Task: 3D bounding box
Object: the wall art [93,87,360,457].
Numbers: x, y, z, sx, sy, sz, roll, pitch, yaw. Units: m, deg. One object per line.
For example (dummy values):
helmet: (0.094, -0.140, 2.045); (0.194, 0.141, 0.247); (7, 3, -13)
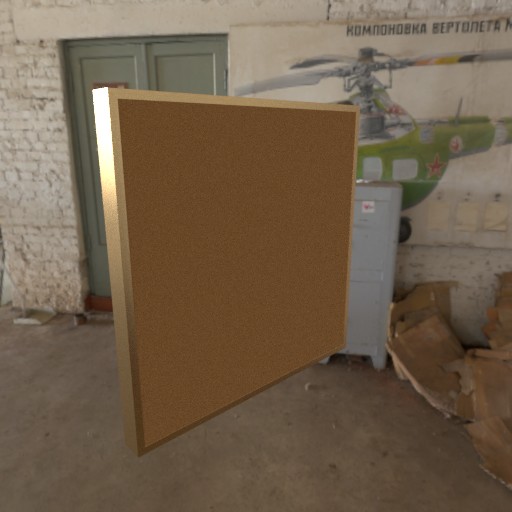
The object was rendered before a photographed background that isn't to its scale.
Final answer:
wall art: (0.000, 0.000, 0.763); (0.509, 0.509, 0.040); (-14, 21, -41)
